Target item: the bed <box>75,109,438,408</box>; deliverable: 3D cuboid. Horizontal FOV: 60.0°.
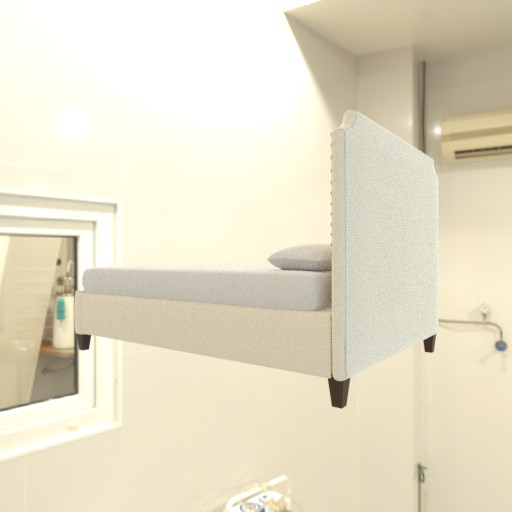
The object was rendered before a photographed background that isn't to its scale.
[{"bbox_3d":[0.000,0.000,3.493,2.372,1.497,1.712,0,0,37],"label":"bed"}]
